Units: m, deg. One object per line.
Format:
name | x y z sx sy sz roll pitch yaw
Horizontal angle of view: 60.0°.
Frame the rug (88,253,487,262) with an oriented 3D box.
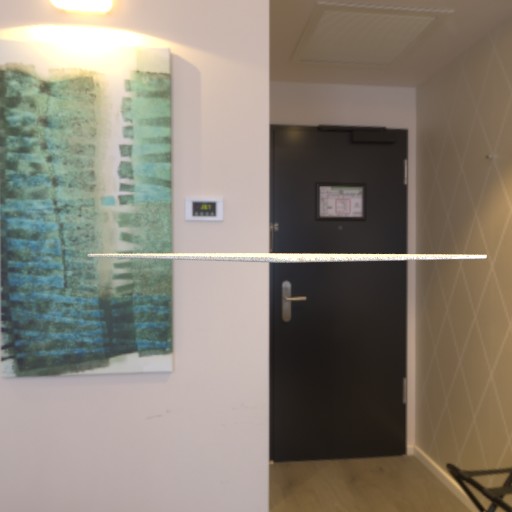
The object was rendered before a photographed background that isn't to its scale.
rug | 0.000 0.000 3.447 1.798 0.025 2.698 0 1 -37
